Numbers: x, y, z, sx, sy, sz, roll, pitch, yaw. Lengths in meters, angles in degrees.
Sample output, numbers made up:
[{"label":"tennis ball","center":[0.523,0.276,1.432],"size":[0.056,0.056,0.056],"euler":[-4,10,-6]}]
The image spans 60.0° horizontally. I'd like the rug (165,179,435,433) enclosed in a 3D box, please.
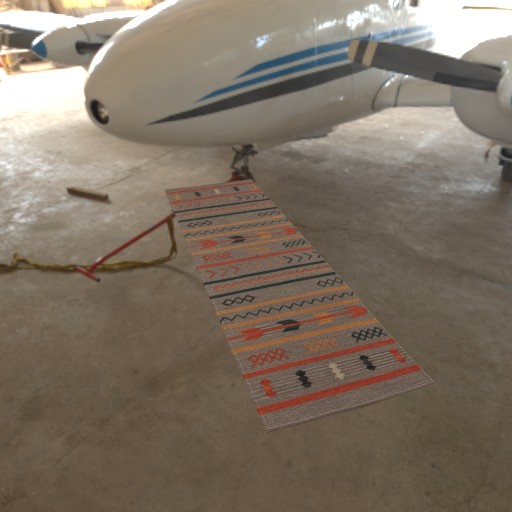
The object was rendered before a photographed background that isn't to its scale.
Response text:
[{"label":"rug","center":[0.000,0.000,2.702],"size":[0.744,0.022,2.419],"euler":[-10,33,-16]}]
